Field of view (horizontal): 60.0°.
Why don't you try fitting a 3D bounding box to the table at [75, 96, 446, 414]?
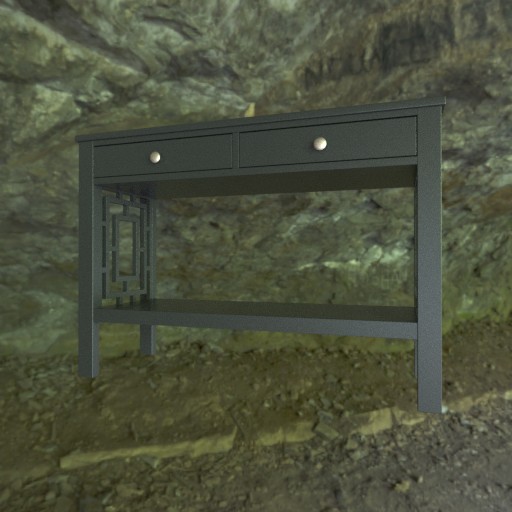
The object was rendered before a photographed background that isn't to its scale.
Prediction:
[{"bbox_3d":[0.000,0.000,1.390,1.068,0.753,0.397,0,0,18],"label":"table"}]
